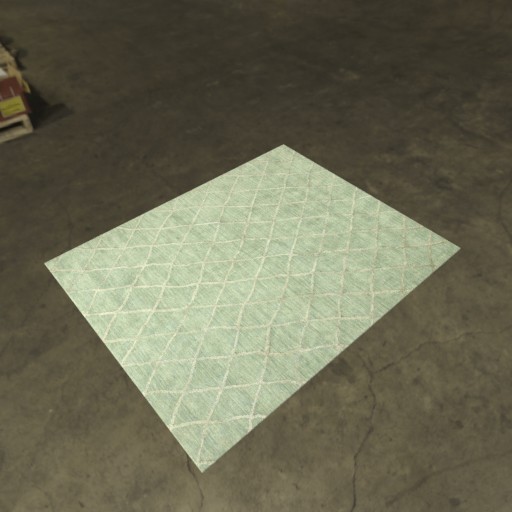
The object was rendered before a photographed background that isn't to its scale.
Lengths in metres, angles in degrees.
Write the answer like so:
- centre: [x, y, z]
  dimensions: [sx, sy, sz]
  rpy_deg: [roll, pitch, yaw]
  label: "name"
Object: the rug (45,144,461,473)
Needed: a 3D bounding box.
- centre: [0.000, 0.000, 4.131]
  dimensions: [3.039, 0.019, 2.420]
  rpy_deg: [-32, 54, -27]
  label: "rug"
